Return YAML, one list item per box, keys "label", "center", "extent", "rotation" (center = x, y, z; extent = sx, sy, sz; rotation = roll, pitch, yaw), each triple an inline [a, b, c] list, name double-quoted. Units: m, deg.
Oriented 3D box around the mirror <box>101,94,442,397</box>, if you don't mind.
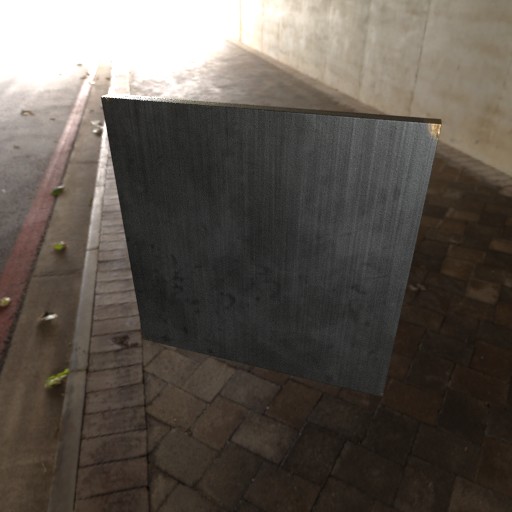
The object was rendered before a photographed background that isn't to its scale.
- label: "mirror"
  center: [0.000, 0.000, 0.582]
  extent: [0.382, 0.381, 0.020]
  rotation: [10, 33, 15]
